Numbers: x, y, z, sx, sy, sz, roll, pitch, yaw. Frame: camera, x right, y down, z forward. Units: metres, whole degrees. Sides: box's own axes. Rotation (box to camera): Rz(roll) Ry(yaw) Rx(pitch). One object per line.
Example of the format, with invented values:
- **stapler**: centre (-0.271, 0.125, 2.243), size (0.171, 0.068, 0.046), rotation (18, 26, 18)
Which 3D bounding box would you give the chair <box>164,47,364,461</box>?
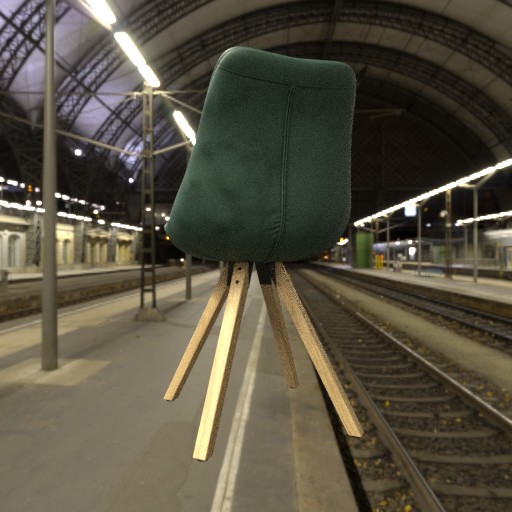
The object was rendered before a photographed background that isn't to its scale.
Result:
- **chair**: centre (0.000, 0.000, 1.195), size (0.483, 0.865, 0.547), rotation (0, 0, -19)
